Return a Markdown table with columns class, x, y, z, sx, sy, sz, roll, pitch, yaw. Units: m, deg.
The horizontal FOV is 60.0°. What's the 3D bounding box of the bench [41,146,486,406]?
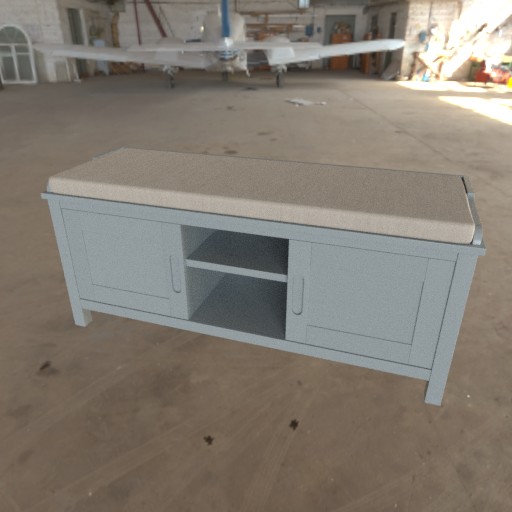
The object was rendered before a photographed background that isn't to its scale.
| class | x | y | z | sx | sy | sz | roll | pitch | yaw |
| --- | --- | --- | --- | --- | --- | --- | --- | --- | --- |
| bench | 0.000 | 0.000 | 1.341 | 1.140 | 0.501 | 0.398 | 9 | 28 | 16 |
